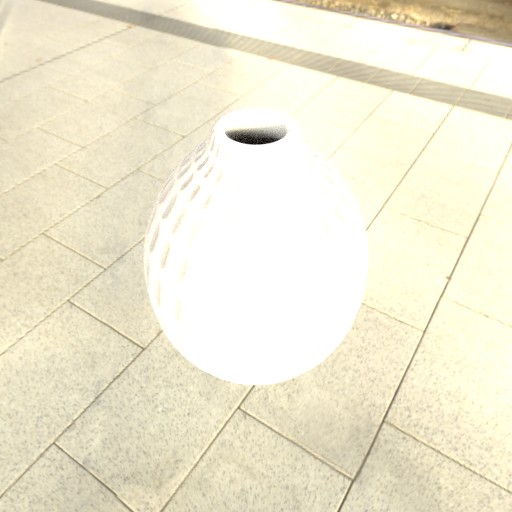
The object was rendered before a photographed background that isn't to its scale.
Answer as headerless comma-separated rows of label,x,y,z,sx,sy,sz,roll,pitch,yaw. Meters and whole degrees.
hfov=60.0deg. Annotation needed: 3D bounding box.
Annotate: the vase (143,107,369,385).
vase,0.000,0.000,0.257,0.128,0.167,0.128,0,46,0
